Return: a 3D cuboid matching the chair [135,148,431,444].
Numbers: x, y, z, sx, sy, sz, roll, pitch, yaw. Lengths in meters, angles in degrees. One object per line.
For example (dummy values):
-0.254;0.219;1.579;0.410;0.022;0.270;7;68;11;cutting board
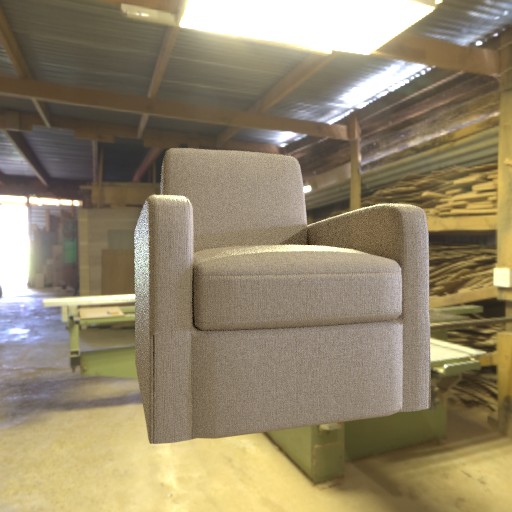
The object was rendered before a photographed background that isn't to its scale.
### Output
0.000;0.000;1.478;0.755;0.827;0.888;0;1;-18;chair
